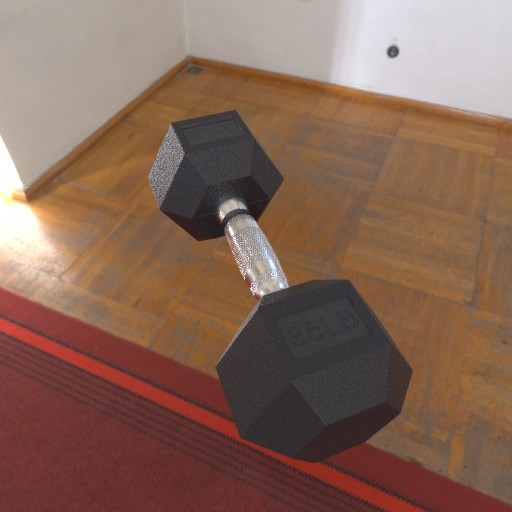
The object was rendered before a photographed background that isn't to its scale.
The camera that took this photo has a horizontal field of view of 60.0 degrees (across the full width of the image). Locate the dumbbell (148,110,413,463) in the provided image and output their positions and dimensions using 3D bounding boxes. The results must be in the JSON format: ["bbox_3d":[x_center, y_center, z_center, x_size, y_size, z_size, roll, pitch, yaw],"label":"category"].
[{"bbox_3d":[0.000,0.000,0.418,0.141,0.123,0.356,-16,50,-14],"label":"dumbbell"}]
